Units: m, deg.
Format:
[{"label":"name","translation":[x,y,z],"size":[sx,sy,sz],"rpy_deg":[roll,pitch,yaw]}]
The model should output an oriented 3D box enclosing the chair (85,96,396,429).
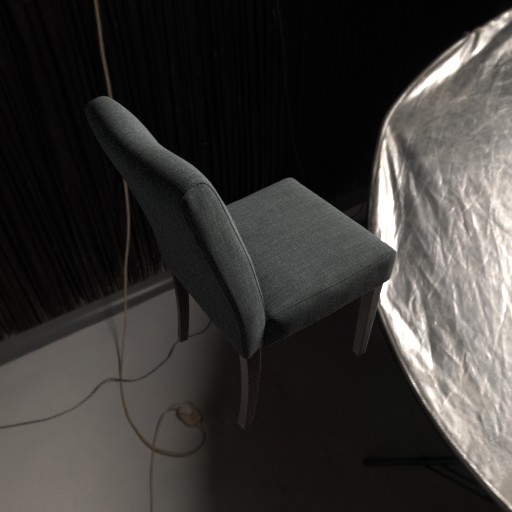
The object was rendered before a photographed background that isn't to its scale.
[{"label":"chair","translation":[0.000,0.000,1.226],"size":[0.629,0.884,0.487],"rpy_deg":[-25,48,-26]}]
